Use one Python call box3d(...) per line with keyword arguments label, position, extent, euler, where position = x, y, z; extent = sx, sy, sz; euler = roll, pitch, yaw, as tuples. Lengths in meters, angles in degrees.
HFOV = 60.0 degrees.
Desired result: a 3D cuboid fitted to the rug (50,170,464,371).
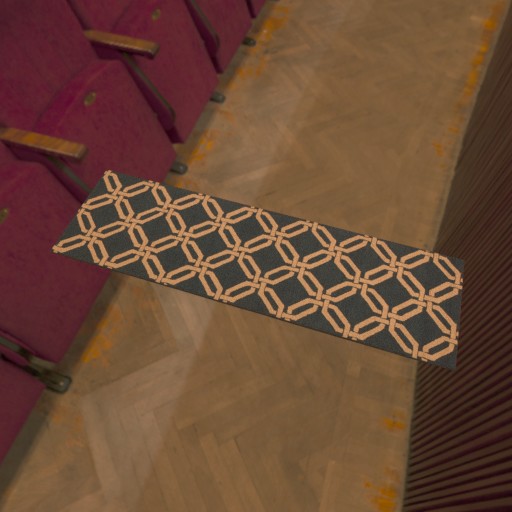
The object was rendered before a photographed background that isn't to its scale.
box3d(label="rug", position=(0.000, 0.000, 2.537), extent=(2.276, 0.014, 0.678), euler=(15, 58, 10))
